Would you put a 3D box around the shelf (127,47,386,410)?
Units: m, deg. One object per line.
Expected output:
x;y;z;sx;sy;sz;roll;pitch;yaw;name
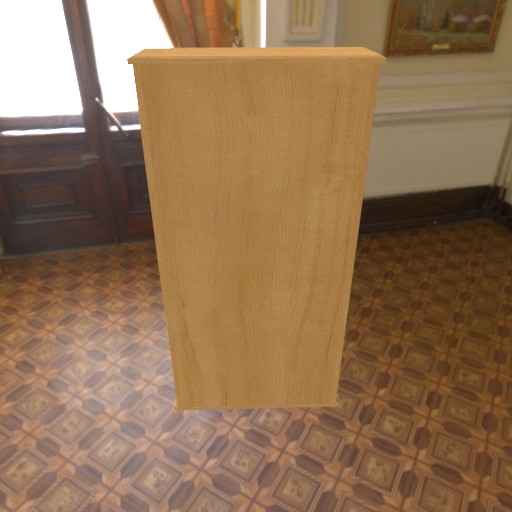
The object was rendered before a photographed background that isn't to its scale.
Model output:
0.000;0.000;1.223;0.520;1.030;0.175;-1;31;-2;shelf
